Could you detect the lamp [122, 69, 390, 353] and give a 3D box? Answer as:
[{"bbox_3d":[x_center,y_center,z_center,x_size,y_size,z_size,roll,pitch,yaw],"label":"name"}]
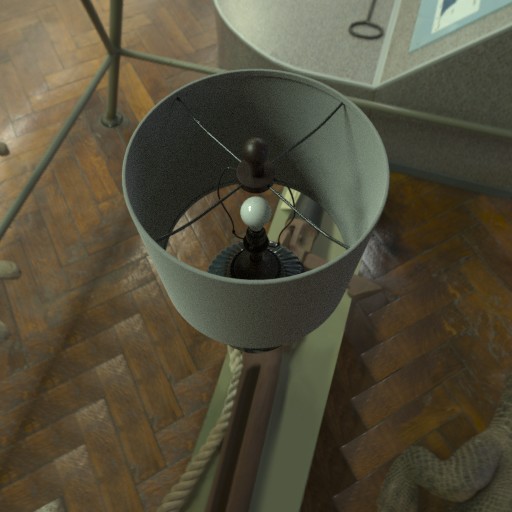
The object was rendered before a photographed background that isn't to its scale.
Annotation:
[{"bbox_3d":[0.000,0.000,0.751,0.318,0.567,0.318,0,63,0],"label":"lamp"}]
